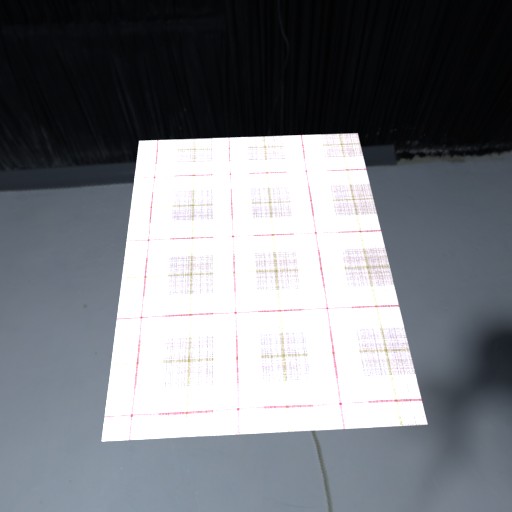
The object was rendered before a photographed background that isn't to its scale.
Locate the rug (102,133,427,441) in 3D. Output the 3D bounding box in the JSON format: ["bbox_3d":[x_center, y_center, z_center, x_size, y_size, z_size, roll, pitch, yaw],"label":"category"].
[{"bbox_3d":[0.000,0.000,3.929,2.317,0.016,2.959,-2,58,-1],"label":"rug"}]
